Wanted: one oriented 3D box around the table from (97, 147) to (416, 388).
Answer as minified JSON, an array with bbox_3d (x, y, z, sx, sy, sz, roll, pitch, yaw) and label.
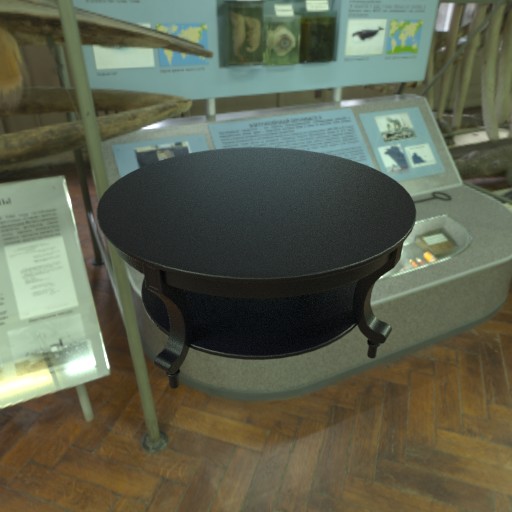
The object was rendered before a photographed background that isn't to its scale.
[{"bbox_3d":[0.000,0.000,1.609,1.029,0.491,1.029,0,31,0],"label":"table"}]
